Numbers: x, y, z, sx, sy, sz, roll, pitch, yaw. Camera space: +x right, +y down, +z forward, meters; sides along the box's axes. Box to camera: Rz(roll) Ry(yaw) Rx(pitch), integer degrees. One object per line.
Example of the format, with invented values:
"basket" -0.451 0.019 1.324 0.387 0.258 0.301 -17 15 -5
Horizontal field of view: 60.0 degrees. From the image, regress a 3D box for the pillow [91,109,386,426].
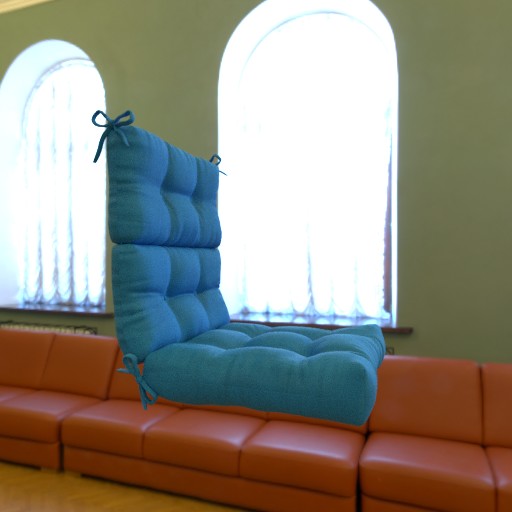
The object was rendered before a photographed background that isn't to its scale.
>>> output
"pillow" 0.000 0.000 1.045 0.571 0.605 0.519 0 0 19
